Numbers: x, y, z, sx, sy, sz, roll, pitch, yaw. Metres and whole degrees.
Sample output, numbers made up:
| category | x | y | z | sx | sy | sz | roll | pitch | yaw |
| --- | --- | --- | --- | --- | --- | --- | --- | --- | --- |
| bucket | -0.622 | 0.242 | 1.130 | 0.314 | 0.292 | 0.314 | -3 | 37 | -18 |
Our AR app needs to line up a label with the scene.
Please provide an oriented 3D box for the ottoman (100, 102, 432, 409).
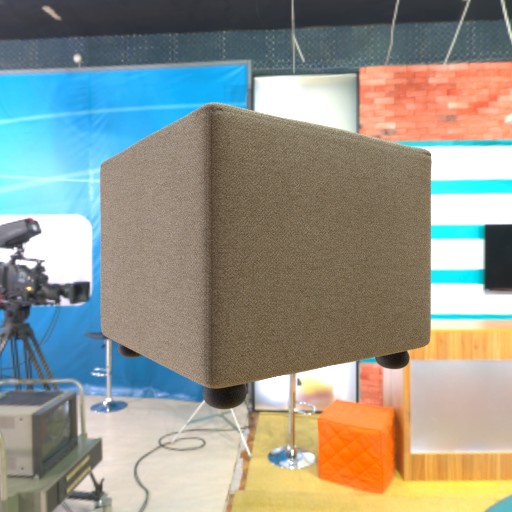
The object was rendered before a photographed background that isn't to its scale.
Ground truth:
| category | x | y | z | sx | sy | sz | roll | pitch | yaw |
| --- | --- | --- | --- | --- | --- | --- | --- | --- | --- |
| ottoman | 0.000 | 0.000 | 0.910 | 0.508 | 0.432 | 0.508 | 0 | 0 | -35 |
